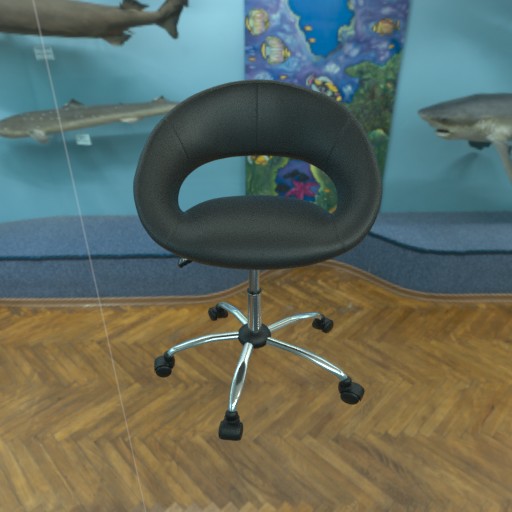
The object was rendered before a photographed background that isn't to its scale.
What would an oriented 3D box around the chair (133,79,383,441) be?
[{"bbox_3d":[0.000,0.000,1.146,0.612,0.791,0.538,1,30,1],"label":"chair"}]
